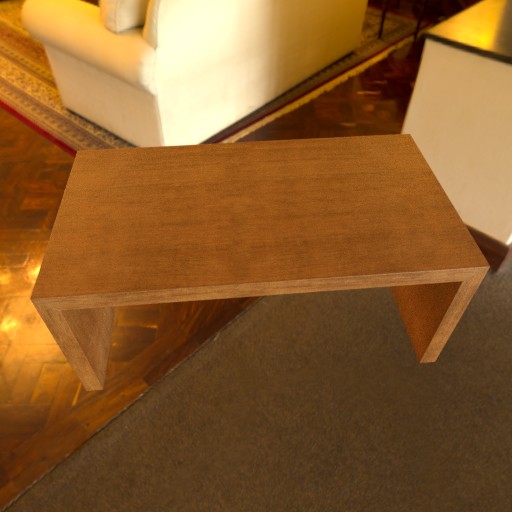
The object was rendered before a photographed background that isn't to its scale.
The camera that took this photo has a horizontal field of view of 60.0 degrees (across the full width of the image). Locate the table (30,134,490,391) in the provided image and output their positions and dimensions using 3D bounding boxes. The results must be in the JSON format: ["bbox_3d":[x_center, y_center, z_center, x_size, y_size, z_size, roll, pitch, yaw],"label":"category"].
[{"bbox_3d":[0.000,0.000,1.296,1.000,0.419,0.549,-4,47,-4],"label":"table"}]
